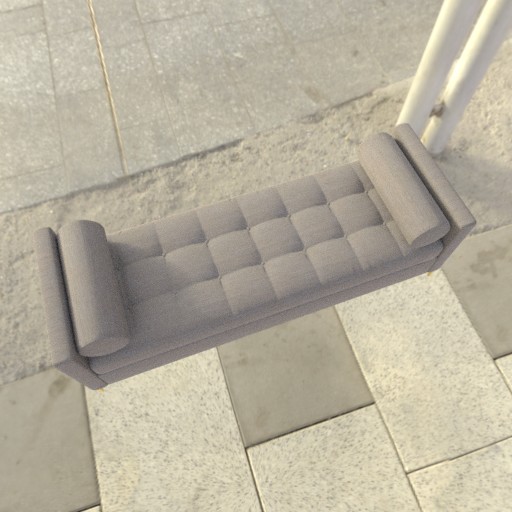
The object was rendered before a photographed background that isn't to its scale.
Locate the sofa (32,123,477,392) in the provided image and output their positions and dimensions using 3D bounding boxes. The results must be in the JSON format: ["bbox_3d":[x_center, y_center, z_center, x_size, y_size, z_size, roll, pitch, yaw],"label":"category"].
[{"bbox_3d":[0.000,0.000,2.335,1.981,0.635,0.686,-18,64,-9],"label":"sofa"}]
